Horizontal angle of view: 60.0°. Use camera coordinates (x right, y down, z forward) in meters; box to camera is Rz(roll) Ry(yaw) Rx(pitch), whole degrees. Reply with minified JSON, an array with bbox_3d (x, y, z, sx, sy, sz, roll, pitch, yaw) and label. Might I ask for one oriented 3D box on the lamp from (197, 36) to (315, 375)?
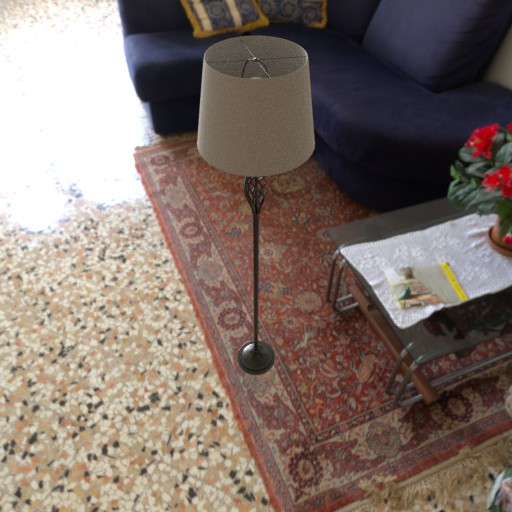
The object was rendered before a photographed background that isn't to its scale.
[{"bbox_3d":[0.000,0.000,1.823,0.379,1.623,0.379,0,47,0],"label":"lamp"}]
